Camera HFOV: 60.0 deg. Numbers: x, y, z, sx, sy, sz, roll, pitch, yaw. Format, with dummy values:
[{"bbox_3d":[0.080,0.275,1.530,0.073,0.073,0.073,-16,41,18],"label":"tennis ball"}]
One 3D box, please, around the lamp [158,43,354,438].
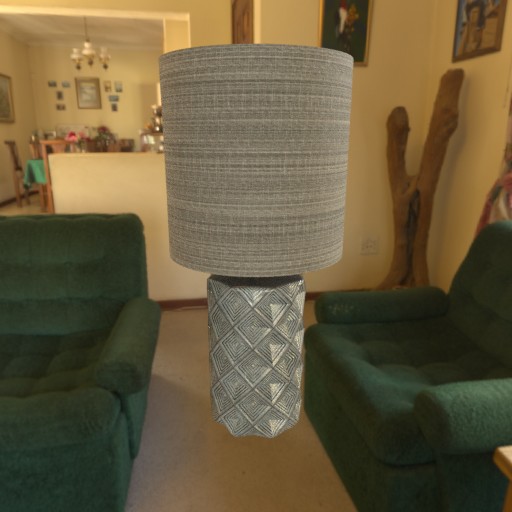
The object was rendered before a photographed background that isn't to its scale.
[{"bbox_3d":[0.000,0.000,0.699,0.269,0.566,0.268,-7,17,-25],"label":"lamp"}]
